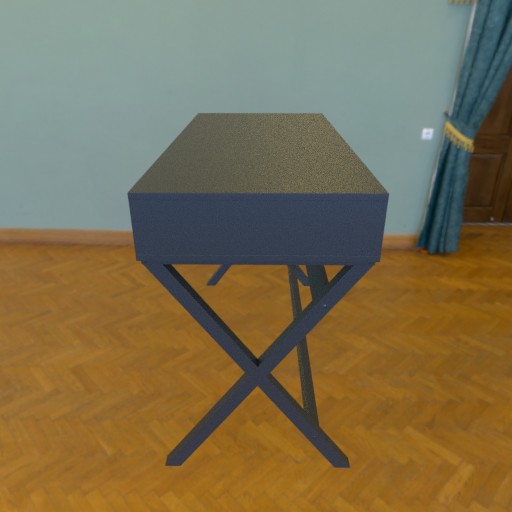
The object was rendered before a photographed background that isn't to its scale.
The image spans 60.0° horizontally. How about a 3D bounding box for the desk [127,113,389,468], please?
[{"bbox_3d":[0.000,0.000,1.498,0.525,0.780,1.057,0,26,1],"label":"desk"}]
